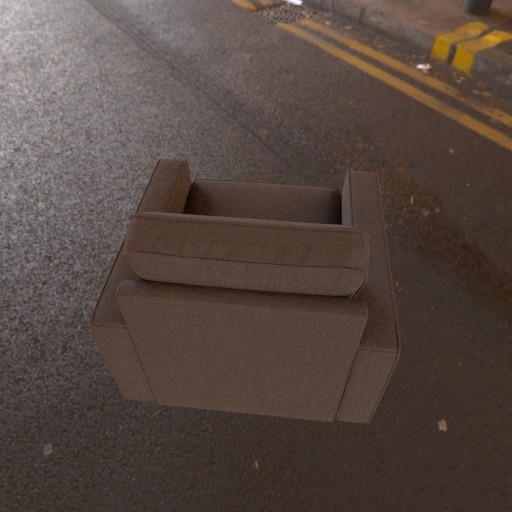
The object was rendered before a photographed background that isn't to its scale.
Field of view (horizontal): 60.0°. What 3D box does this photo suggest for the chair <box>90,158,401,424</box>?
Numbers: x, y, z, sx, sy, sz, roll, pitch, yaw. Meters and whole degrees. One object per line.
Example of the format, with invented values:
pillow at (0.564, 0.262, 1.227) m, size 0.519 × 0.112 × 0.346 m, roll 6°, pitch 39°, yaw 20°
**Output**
chair at (0.000, 0.000, 1.767) m, size 1.017 × 0.919 × 0.940 m, roll 4°, pitch 48°, yaw 4°
